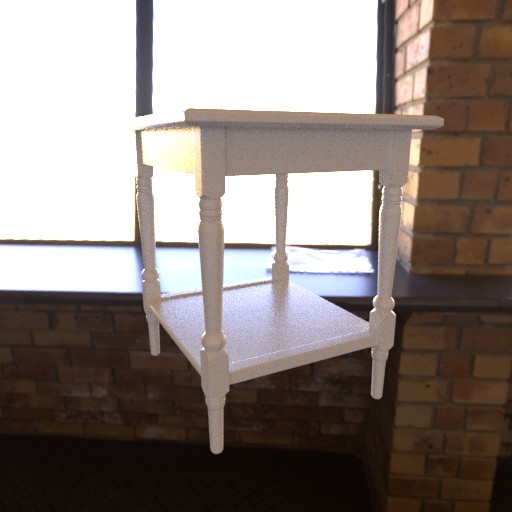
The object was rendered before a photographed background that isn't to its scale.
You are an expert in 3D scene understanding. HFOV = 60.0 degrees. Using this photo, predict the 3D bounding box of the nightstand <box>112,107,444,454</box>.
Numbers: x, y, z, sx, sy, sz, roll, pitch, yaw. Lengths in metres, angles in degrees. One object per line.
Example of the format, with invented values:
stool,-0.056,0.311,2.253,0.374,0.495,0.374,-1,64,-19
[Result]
nightstand,0.000,0.000,0.936,0.459,0.555,0.505,-8,17,-26
